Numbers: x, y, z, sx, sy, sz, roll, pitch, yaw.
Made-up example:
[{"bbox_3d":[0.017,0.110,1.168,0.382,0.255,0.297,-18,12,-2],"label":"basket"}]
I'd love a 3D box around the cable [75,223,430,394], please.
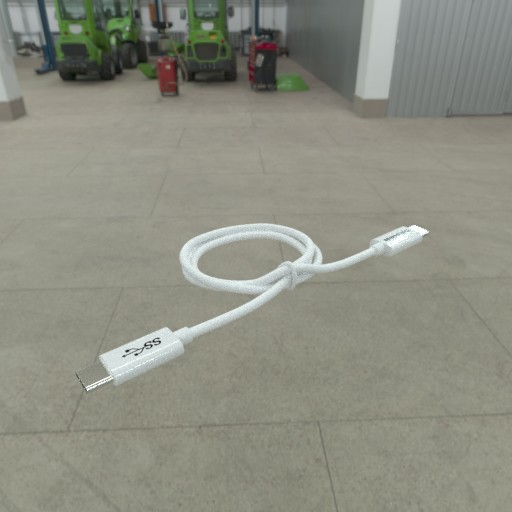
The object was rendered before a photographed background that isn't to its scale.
[{"bbox_3d":[0.000,0.000,0.210,0.186,0.014,0.070,-21,35,-33],"label":"cable"}]
